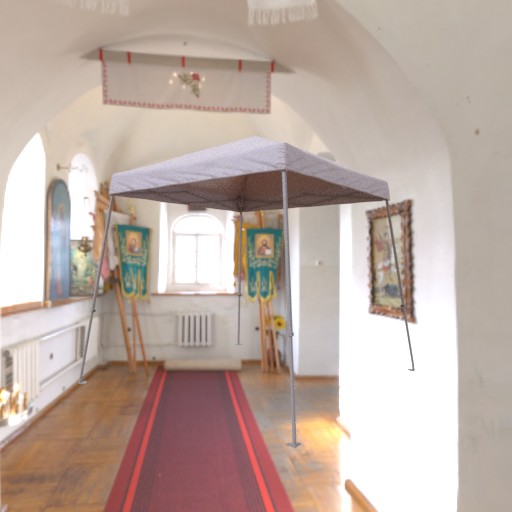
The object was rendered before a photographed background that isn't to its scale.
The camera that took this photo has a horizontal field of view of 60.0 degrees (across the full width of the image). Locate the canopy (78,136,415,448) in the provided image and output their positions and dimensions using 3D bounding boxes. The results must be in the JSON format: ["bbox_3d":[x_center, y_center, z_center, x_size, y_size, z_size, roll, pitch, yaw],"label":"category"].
[{"bbox_3d":[0.000,0.000,5.262,2.849,2.850,2.850,0,0,37],"label":"canopy"}]
